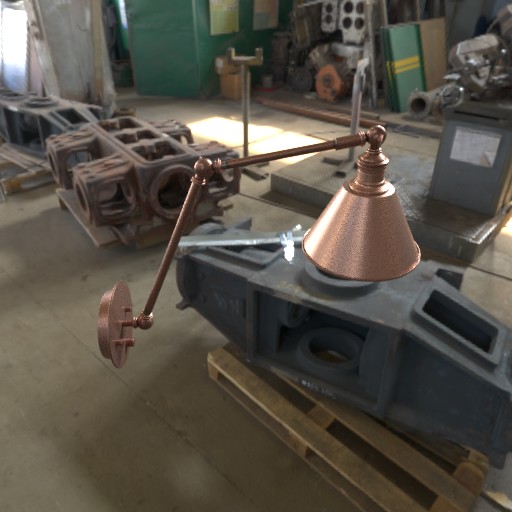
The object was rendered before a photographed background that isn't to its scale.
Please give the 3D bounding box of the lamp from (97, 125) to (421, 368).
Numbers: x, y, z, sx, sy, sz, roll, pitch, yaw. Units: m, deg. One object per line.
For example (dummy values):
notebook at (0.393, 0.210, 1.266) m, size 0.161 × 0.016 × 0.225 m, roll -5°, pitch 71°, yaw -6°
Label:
lamp at (0.000, 0.000, 0.858) m, size 0.624 × 0.502 × 0.223 m, roll -1°, pitch 33°, yaw -2°
